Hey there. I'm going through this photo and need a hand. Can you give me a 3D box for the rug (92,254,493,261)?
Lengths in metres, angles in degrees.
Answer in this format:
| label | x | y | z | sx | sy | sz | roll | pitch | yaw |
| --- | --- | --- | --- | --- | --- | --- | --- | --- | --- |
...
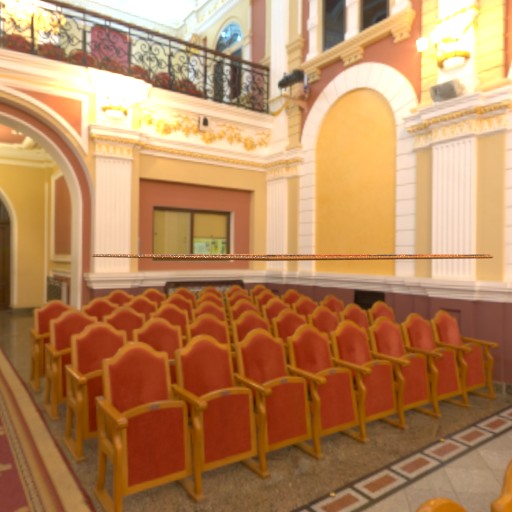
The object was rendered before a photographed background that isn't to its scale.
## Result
| label | x | y | z | sx | sy | sz | roll | pitch | yaw |
| --- | --- | --- | --- | --- | --- | --- | --- | --- | --- |
| rug | 0.000 | 0.000 | 1.081 | 0.557 | 0.008 | 0.863 | 0 | 0 | -35 |
